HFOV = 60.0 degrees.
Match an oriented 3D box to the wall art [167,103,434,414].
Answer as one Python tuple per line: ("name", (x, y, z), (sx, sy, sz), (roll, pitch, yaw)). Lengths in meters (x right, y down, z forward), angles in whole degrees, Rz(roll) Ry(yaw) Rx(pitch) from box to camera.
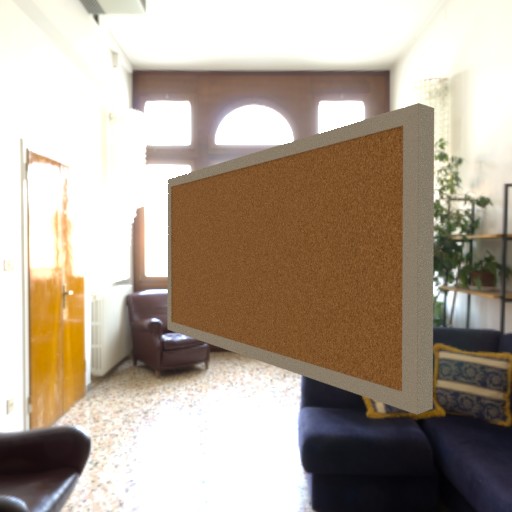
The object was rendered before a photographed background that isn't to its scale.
("wall art", (0.000, 0.000, 0.951), (0.038, 0.431, 0.812), (-1, 1, -36))
